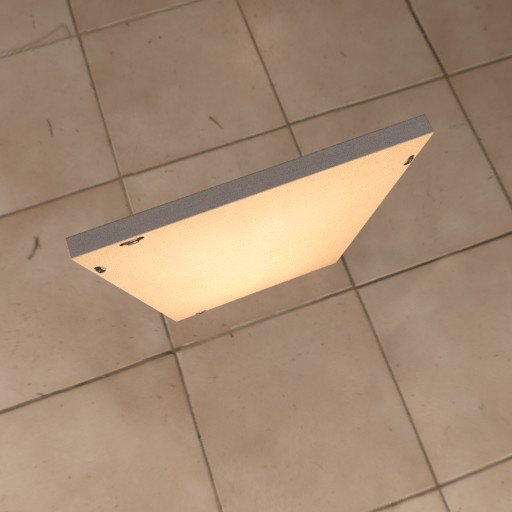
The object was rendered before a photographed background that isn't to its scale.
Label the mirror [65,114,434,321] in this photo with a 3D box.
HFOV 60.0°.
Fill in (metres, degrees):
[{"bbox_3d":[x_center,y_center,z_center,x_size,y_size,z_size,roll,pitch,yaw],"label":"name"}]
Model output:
[{"bbox_3d":[0.000,0.000,1.143,0.609,0.915,0.040,-20,77,-5],"label":"mirror"}]
